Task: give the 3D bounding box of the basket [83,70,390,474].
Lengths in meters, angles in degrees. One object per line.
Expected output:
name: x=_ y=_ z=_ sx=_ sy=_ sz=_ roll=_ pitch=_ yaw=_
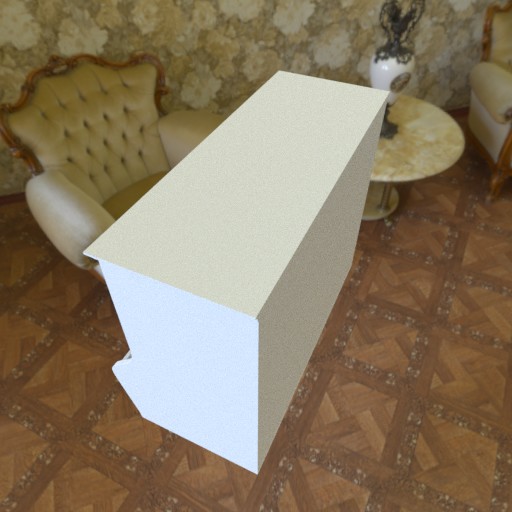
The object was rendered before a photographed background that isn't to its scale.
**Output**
basket: x=0.000 y=0.000 z=1.147 sx=0.376 sy=0.625 sz=0.792 roll=18 pitch=48 yaw=18
